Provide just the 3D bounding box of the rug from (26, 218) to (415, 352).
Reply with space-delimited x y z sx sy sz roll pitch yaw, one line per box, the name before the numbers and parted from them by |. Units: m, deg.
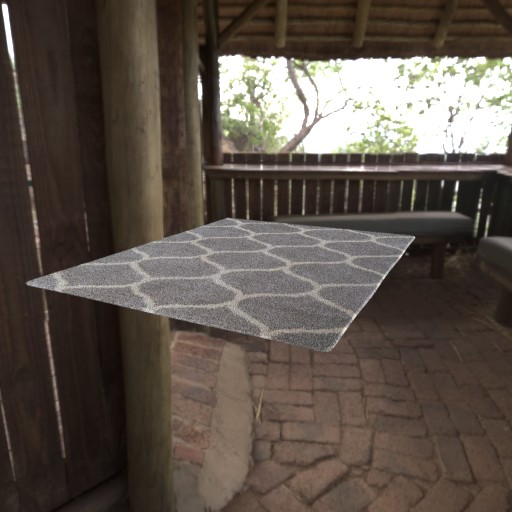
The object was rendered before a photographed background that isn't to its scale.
rug | 0.000 0.000 4.103 2.399 0.026 3.000 8 17 26
